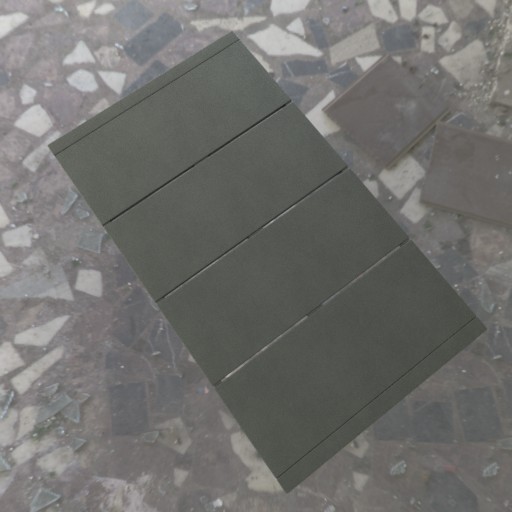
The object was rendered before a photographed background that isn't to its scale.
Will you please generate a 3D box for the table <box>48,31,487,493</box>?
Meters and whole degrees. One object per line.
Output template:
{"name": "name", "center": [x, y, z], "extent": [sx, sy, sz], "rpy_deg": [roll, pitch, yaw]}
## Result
{"name": "table", "center": [0.000, 0.000, 1.250], "extent": [0.559, 0.460, 0.965], "rpy_deg": [-36, 79, -8]}
